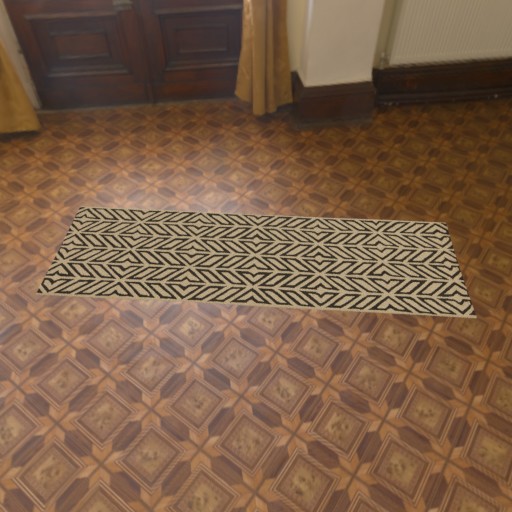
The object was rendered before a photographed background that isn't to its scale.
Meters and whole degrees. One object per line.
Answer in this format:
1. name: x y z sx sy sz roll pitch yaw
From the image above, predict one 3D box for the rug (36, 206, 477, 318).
1. rug: 0.000 0.000 2.694 2.435 0.009 0.750 3 47 3
